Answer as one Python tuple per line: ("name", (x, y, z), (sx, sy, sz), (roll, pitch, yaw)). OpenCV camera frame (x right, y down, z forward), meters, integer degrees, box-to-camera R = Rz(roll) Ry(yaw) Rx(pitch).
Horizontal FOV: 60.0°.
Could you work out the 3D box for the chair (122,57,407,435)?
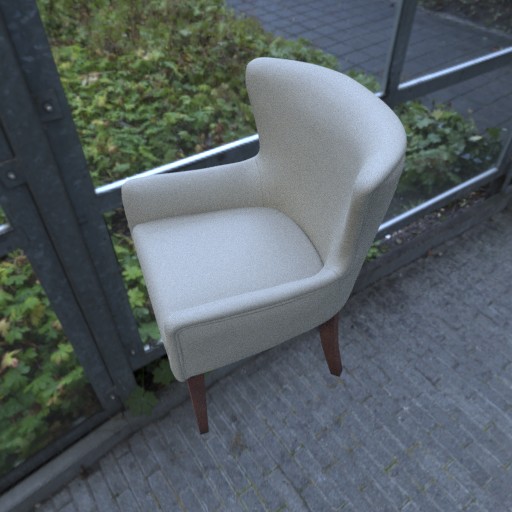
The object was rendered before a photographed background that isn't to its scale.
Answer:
("chair", (0.000, 0.000, 1.379), (0.686, 0.952, 0.660), (-16, 47, -15))
